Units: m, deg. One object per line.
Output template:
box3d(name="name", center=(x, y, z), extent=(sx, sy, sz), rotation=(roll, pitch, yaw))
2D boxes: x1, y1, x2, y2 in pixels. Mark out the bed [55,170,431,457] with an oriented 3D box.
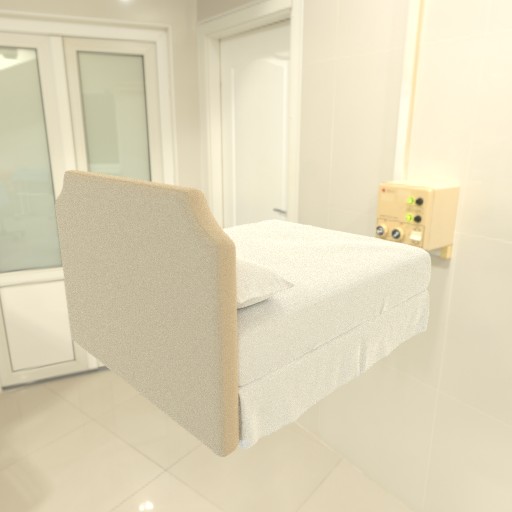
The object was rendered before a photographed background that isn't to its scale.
box3d(name="bed", center=(0.000, 0.000, 3.838), extent=(2.548, 1.524, 2.134), rotation=(-15, 22, -42))
